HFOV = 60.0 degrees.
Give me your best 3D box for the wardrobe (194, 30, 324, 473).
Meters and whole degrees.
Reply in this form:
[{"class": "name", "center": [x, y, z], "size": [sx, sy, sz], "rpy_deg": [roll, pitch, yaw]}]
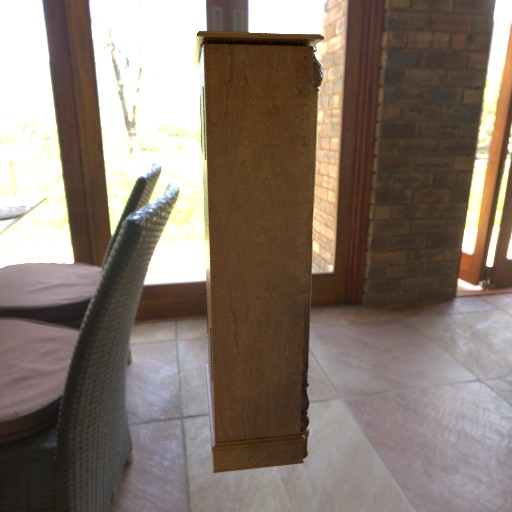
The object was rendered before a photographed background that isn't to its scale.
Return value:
[{"class": "wardrobe", "center": [0.000, 0.000, 1.126], "size": [0.273, 0.959, 0.406], "rpy_deg": [-2, 16, -8]}]
